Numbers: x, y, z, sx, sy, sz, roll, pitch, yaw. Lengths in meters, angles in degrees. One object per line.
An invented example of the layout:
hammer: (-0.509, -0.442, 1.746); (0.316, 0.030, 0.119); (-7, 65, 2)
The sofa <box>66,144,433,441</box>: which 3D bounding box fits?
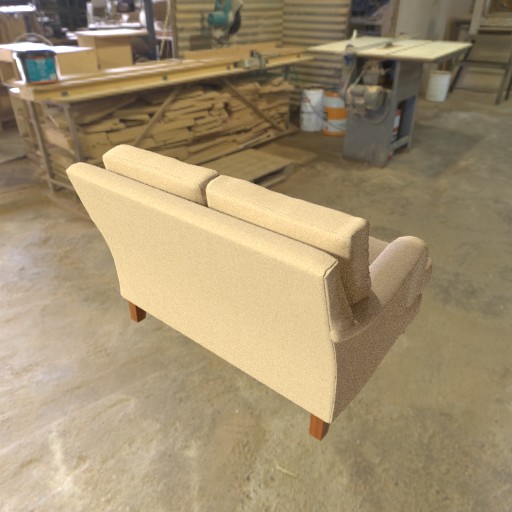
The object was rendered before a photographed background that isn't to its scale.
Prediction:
sofa: (0.000, 0.000, 2.272); (1.508, 1.048, 1.087); (23, 38, 33)
